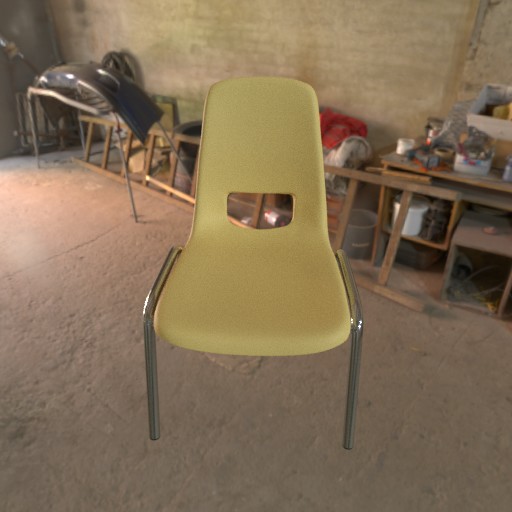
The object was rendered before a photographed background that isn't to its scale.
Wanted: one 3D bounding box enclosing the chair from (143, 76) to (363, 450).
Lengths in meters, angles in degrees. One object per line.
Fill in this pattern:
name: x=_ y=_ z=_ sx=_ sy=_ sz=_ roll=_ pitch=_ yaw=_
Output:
chair: x=0.000 y=0.000 z=0.786 sx=0.354 sy=0.536 sz=0.385 roll=2 pitch=32 yaw=3
